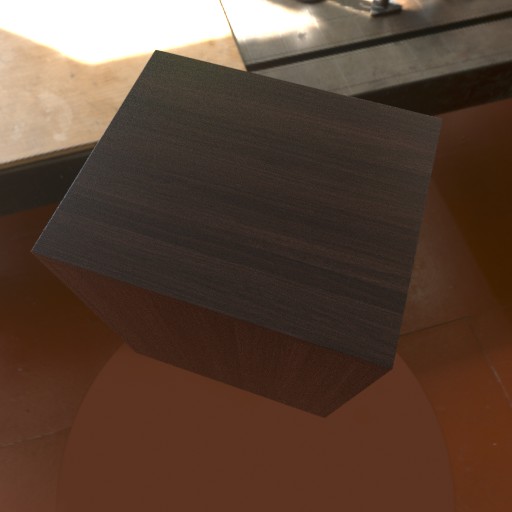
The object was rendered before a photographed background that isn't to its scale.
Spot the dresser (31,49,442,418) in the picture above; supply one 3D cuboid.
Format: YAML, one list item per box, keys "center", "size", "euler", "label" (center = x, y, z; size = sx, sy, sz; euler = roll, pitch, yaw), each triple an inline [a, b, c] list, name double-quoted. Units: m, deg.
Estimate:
- center: [0.000, 0.000, 0.743]
  size: [0.400, 0.470, 0.360]
  euler: [17, 66, 8]
  label: "dresser"
